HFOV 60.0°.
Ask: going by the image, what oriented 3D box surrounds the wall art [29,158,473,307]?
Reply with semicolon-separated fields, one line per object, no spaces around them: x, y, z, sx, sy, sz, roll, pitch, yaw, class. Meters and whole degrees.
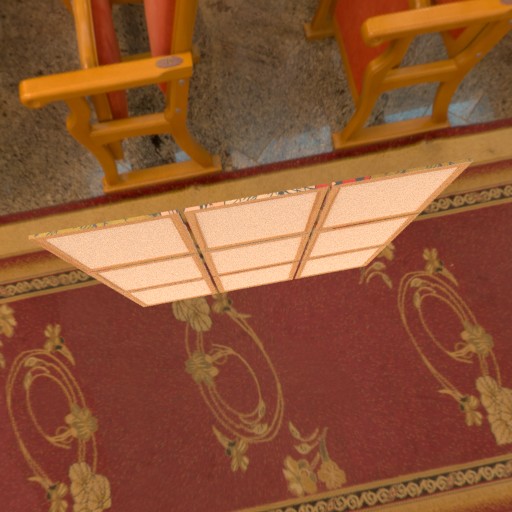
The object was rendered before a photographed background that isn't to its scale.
0.000;0.000;2.232;1.519;1.534;0.013;-10;75;-3;wall art
